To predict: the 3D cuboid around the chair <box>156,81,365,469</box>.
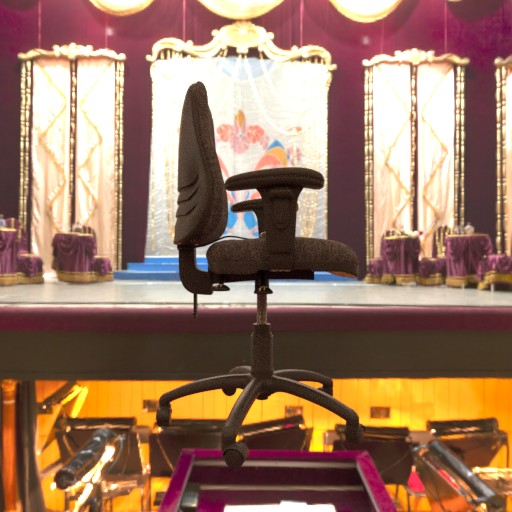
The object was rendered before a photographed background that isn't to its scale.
[{"bbox_3d":[0.000,0.000,1.212,0.530,0.910,0.550,0,-1,-2],"label":"chair"}]
